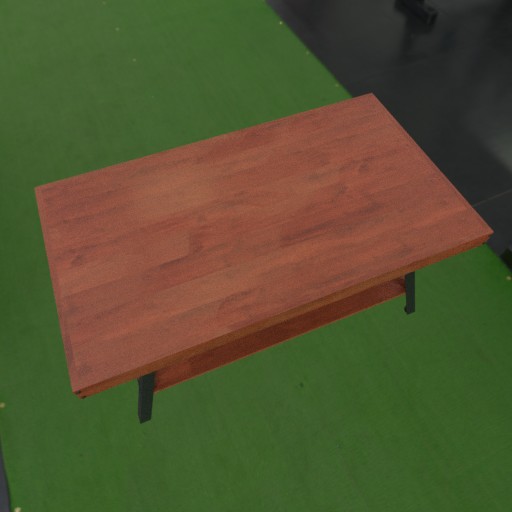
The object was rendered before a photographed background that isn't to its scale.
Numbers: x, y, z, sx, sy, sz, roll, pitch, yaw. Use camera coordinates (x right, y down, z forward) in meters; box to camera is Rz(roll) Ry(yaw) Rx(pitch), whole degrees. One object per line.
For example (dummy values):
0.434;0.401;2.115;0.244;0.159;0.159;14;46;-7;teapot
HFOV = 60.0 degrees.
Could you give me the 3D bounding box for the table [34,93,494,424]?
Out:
0.000;0.000;1.367;1.067;0.457;0.610;-19;59;-12;table
